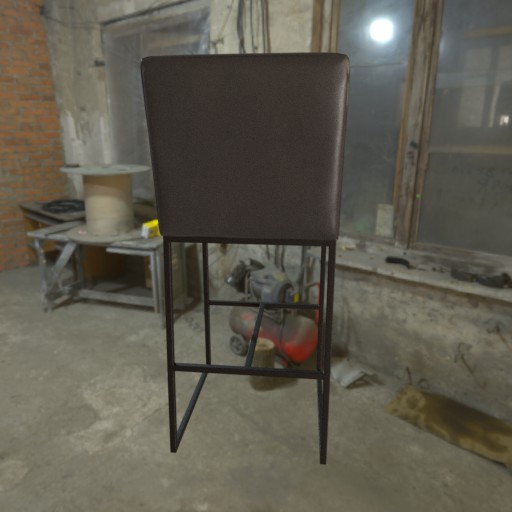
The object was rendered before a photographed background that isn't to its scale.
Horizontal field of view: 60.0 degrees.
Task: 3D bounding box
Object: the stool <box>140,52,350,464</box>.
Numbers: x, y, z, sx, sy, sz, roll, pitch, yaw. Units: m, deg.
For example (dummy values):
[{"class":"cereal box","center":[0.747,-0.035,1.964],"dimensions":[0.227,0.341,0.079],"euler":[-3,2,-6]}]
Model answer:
[{"class":"stool","center":[0.000,0.000,1.316],"dimensions":[0.457,1.040,0.552],"euler":[2,16,6]}]
